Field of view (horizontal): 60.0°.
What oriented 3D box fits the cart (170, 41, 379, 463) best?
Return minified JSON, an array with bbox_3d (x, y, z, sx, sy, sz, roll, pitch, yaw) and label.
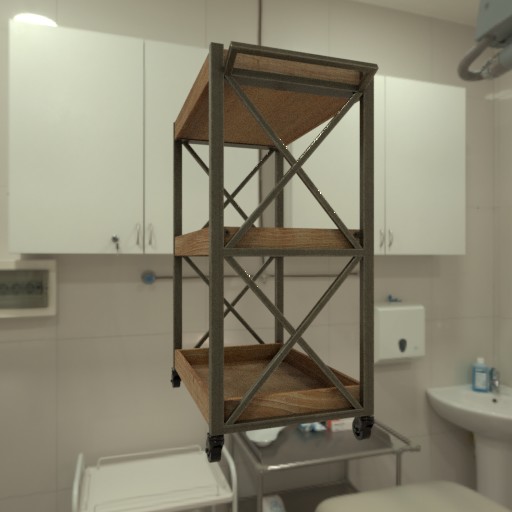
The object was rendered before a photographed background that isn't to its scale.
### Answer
[{"bbox_3d":[0.000,0.000,1.188,0.377,0.835,0.673,0,0,-18],"label":"cart"}]
